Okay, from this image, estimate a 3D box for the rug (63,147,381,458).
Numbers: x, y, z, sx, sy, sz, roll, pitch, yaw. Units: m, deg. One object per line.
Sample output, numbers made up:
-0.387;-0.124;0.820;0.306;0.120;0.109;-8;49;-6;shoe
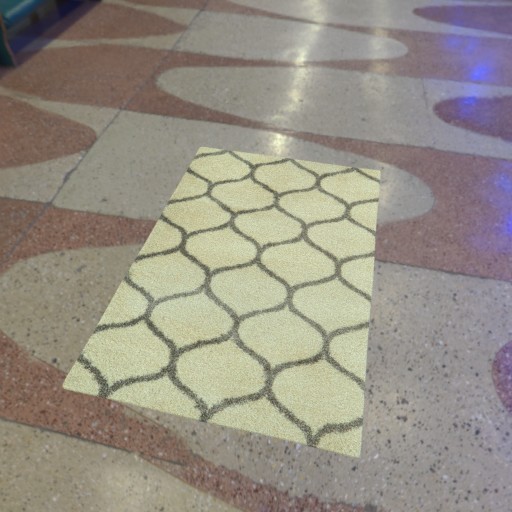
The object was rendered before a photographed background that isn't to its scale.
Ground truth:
0.000;0.000;3.452;1.801;0.026;2.701;10;47;9;rug
